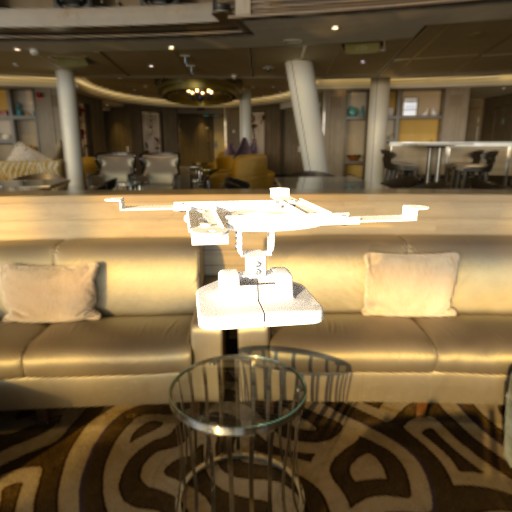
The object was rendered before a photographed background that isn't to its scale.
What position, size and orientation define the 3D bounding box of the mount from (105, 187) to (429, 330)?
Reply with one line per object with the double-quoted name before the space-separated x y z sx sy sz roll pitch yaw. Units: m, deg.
"mount" 0.000 0.000 0.583 0.394 0.141 0.394 -2 14 -9
